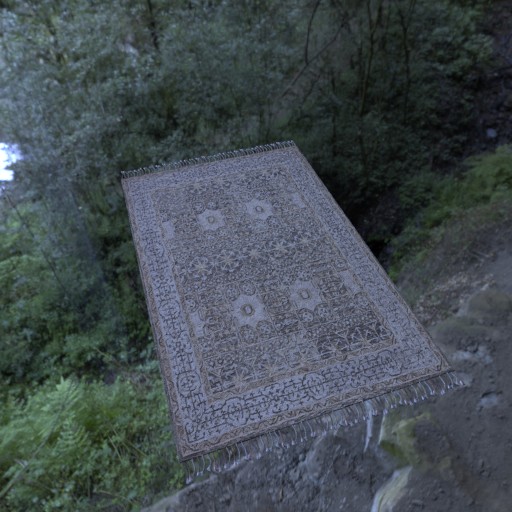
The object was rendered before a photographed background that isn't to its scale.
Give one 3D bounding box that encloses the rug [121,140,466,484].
[{"bbox_3d":[0.000,0.000,2.425,1.237,0.010,2.029,-14,48,-12],"label":"rug"}]
